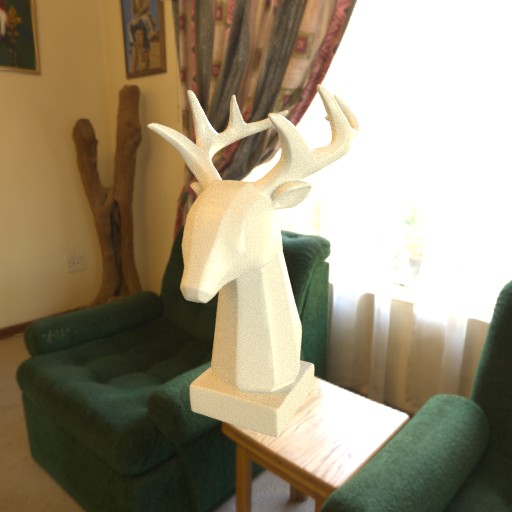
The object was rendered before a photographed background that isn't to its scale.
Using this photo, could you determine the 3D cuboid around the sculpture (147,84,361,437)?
[{"bbox_3d":[0.000,0.000,0.453,0.174,0.329,0.224,7,16,26],"label":"sculpture"}]
